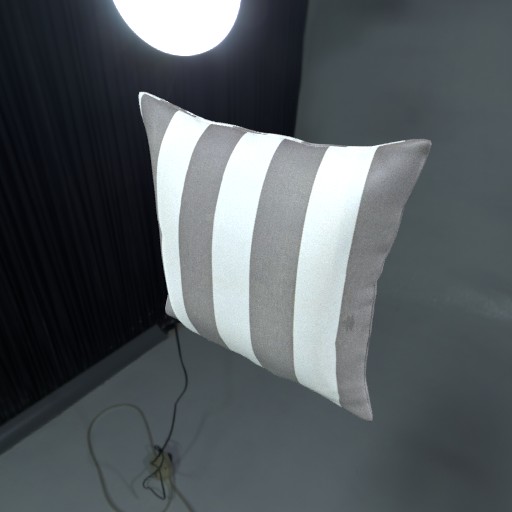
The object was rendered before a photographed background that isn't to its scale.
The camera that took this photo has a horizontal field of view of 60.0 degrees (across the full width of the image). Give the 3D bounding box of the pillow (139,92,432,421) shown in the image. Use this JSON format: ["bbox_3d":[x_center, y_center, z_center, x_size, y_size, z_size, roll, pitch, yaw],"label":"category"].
[{"bbox_3d":[0.000,0.000,0.791,0.522,0.507,0.192,21,37,31],"label":"pillow"}]
